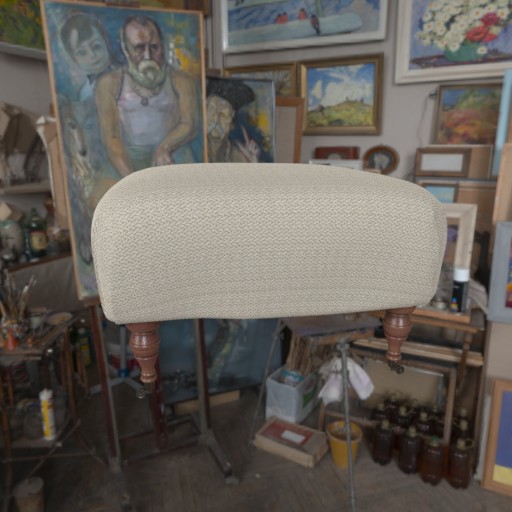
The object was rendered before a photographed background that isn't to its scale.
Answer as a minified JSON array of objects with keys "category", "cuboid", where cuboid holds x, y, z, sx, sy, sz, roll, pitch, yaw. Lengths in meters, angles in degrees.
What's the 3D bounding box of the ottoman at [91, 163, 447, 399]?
[{"category":"ottoman","cuboid":[0.000,0.000,1.089,0.684,0.447,0.622,-2,14,-10]}]
